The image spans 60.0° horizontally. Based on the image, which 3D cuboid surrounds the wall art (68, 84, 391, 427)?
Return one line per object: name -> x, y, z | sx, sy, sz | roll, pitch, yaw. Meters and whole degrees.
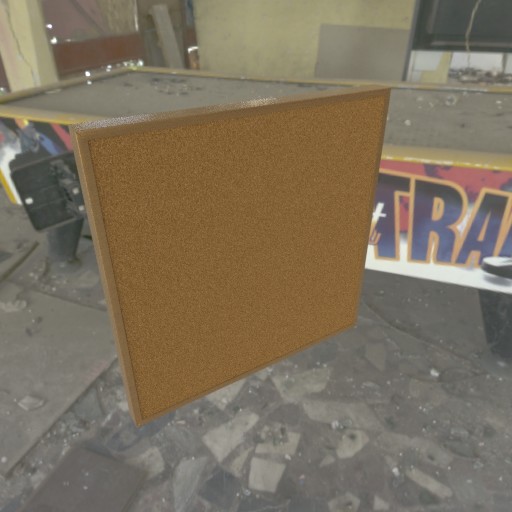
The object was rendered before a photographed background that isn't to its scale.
wall art -> 0.000, 0.000, 0.758 | 0.505, 0.505, 0.037 | -18, 35, -27
